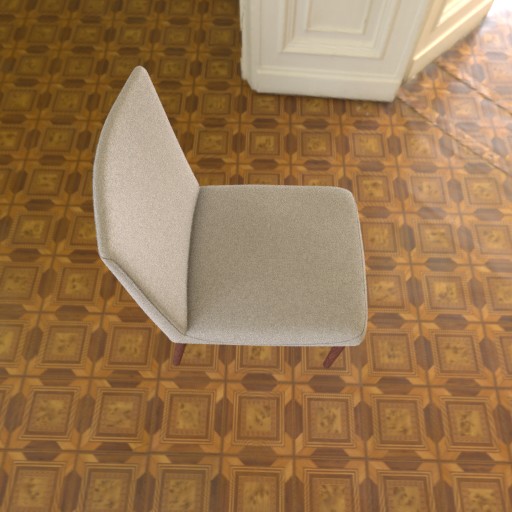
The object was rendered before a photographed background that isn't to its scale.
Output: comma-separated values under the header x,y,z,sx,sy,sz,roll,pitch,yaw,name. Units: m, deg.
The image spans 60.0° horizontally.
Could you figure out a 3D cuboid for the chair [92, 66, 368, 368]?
x,y,z,sx,sy,sz,roll,pitch,yaw,name
0.000,0.000,1.156,0.570,0.859,0.456,1,64,0,chair
